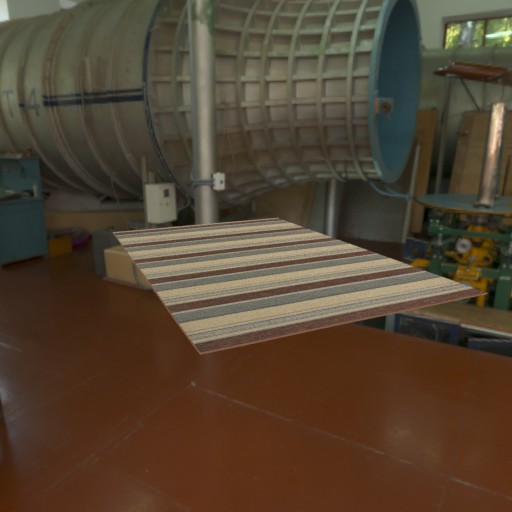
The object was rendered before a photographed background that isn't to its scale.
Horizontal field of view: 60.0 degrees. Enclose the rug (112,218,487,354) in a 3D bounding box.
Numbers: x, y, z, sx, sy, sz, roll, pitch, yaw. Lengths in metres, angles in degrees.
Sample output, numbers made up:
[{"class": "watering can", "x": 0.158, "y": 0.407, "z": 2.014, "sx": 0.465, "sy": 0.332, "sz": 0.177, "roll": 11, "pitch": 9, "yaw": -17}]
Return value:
[{"class": "rug", "x": 0.000, "y": 0.000, "z": 2.346, "sx": 1.219, "sy": 0.008, "sz": 1.829, "roll": -7, "pitch": 17, "yaw": -24}]
